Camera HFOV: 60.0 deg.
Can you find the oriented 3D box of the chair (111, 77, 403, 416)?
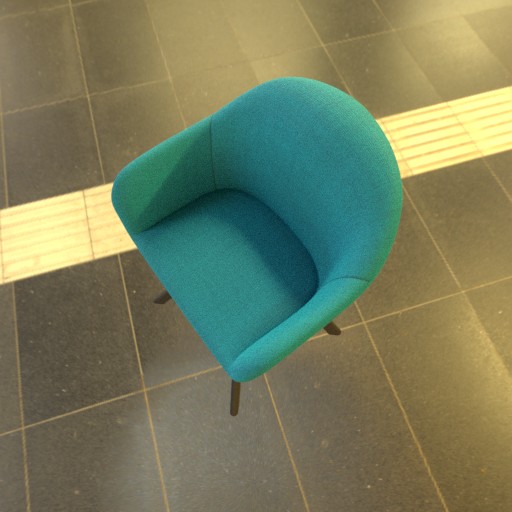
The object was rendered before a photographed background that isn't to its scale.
[{"bbox_3d":[0.000,0.000,1.191,0.550,0.795,0.590,-34,68,-16],"label":"chair"}]
